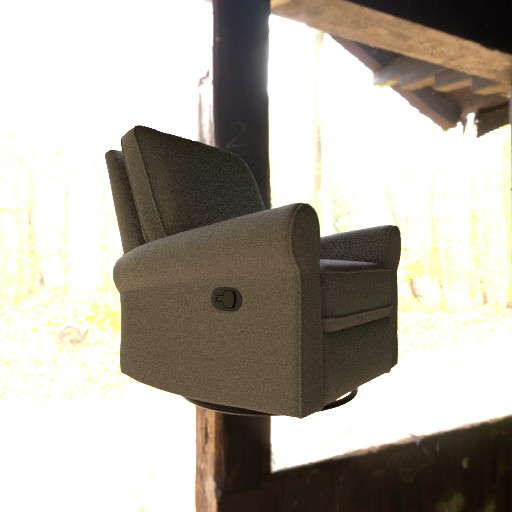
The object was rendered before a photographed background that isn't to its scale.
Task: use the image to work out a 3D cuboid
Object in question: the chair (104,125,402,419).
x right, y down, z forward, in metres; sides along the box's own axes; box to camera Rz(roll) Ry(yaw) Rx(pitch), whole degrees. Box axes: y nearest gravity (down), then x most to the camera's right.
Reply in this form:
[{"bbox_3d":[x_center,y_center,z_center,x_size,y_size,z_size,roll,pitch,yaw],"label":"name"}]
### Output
[{"bbox_3d":[0.000,0.000,1.659,0.878,0.960,0.890,-1,-2,35],"label":"chair"}]
